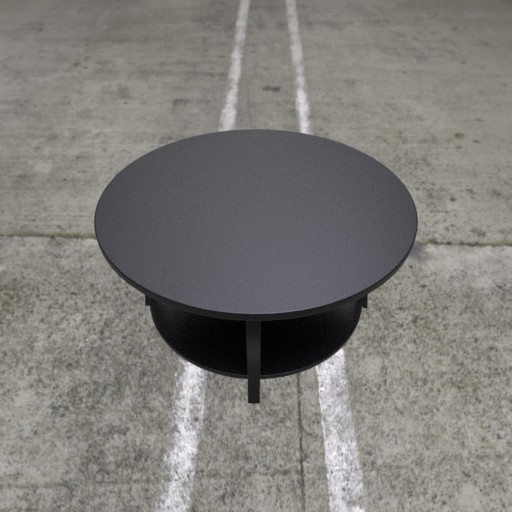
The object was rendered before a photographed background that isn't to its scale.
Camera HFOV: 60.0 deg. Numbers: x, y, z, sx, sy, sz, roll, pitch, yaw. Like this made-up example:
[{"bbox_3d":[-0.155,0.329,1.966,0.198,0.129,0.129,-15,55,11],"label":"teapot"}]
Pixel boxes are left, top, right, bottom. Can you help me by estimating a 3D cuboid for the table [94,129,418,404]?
[{"bbox_3d":[0.000,0.000,1.445,0.914,0.457,0.914,0,41,0],"label":"table"}]
